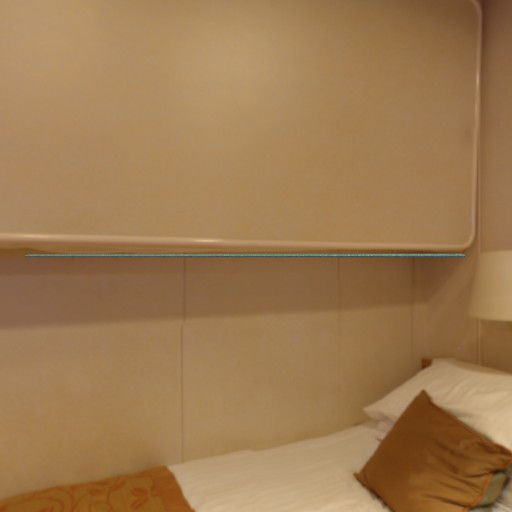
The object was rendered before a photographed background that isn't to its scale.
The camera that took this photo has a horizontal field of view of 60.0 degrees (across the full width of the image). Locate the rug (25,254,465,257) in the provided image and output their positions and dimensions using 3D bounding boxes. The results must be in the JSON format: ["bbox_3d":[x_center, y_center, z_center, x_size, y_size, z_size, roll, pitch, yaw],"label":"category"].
[{"bbox_3d":[0.000,0.000,3.516,2.769,0.018,1.830,0,0,17],"label":"rug"}]
